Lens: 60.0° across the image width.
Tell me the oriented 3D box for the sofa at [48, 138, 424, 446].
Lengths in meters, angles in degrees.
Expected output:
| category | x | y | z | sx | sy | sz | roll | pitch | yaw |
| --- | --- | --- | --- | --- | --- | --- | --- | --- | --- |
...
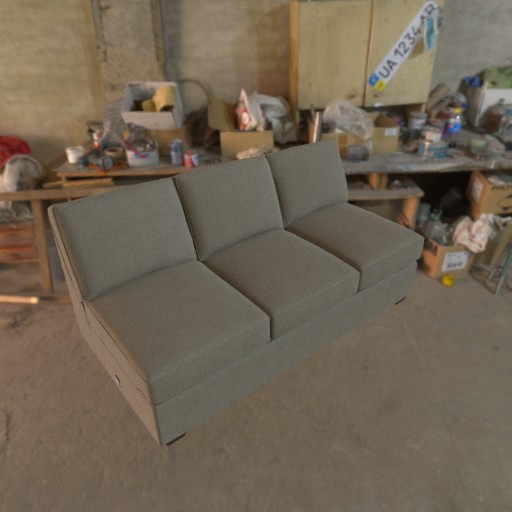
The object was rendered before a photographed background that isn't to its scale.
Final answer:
| category | x | y | z | sx | sy | sz | roll | pitch | yaw |
| --- | --- | --- | --- | --- | --- | --- | --- | --- | --- |
| sofa | 0.000 | 0.000 | 2.799 | 2.092 | 1.036 | 1.127 | -22 | 38 | -32 |
